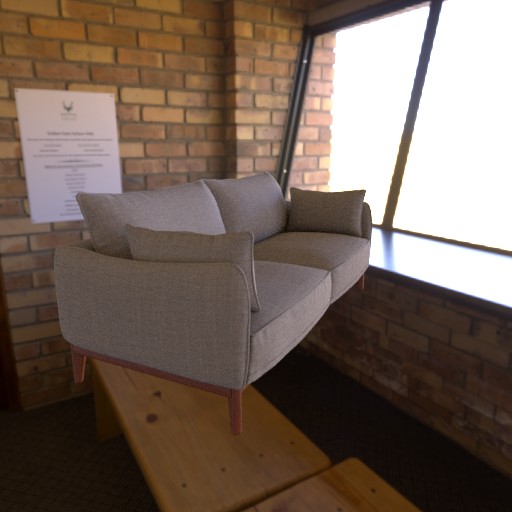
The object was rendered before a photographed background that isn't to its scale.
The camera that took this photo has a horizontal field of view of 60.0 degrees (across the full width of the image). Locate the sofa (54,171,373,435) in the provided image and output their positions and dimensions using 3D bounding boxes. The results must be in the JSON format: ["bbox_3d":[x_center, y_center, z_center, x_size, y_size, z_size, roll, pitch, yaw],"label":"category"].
[{"bbox_3d":[0.000,0.000,2.520,0.972,0.851,1.989,7,16,26],"label":"sofa"}]
